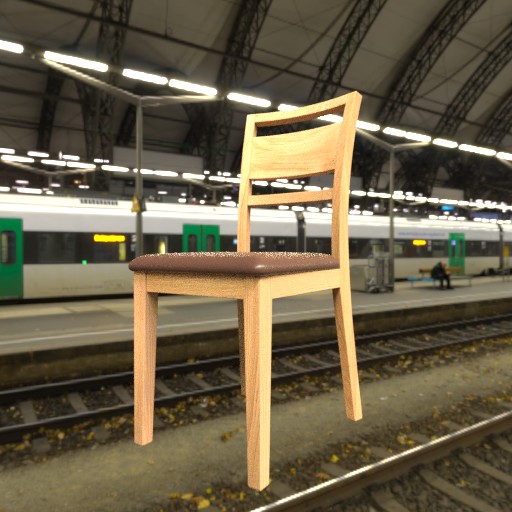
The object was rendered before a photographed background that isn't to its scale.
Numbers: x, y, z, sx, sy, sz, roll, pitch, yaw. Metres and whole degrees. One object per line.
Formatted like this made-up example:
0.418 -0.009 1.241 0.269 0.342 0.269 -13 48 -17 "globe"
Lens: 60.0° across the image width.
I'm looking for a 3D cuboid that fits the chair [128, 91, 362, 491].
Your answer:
0.000 0.000 1.202 0.420 0.940 0.545 0 1 35 "chair"
